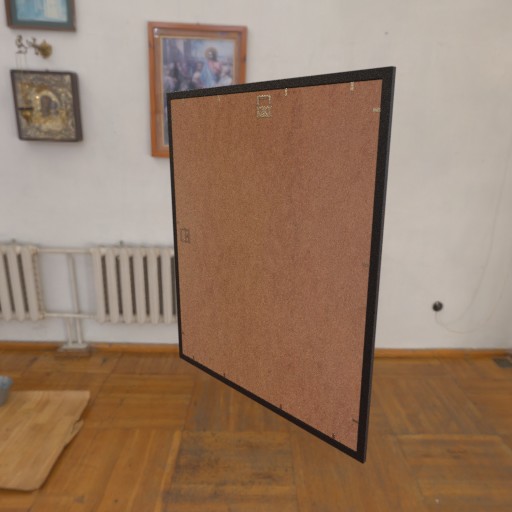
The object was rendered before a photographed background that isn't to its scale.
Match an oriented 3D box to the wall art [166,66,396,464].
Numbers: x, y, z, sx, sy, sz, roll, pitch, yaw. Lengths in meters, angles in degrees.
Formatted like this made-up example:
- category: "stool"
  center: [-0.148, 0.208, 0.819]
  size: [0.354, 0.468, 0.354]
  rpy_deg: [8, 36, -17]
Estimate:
- category: "wall art"
  center: [0.000, 0.000, 0.902]
  size: [0.018, 0.660, 0.559]
  rpy_deg: [-15, 21, -43]
